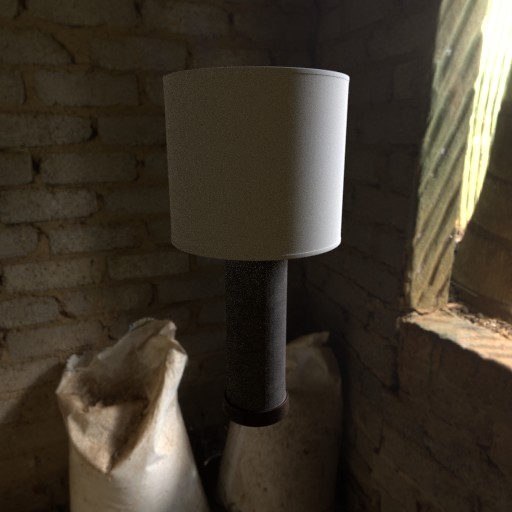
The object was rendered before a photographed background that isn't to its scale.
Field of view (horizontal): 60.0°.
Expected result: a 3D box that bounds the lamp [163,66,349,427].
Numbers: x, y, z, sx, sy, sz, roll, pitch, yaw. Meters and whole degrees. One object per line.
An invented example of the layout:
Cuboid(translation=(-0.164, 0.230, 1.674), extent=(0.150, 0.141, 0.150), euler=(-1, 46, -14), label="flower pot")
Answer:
Cuboid(translation=(0.000, 0.000, 0.810), extent=(0.301, 0.630, 0.301), euler=(8, 18, 27), label="lamp")
